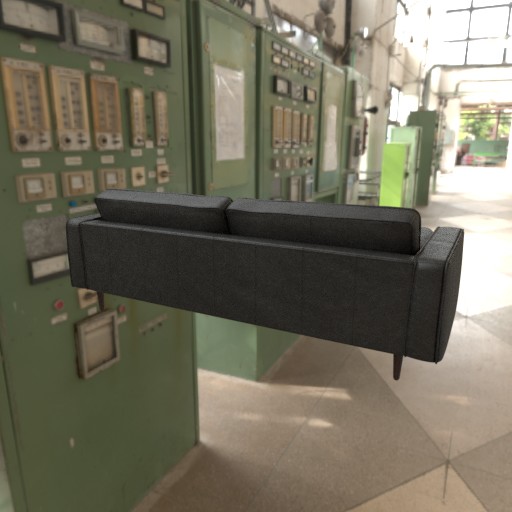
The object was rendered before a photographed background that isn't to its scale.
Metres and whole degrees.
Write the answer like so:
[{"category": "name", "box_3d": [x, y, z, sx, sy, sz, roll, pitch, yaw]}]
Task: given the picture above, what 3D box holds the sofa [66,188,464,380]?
[{"category": "sofa", "box_3d": [0.000, 0.000, 2.633, 2.210, 0.762, 0.914, 8, 16, 27]}]
